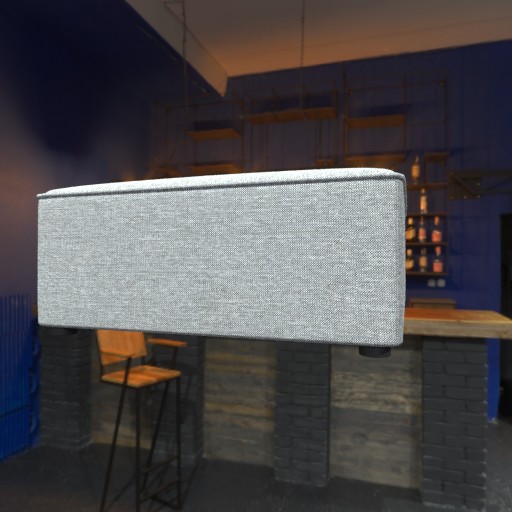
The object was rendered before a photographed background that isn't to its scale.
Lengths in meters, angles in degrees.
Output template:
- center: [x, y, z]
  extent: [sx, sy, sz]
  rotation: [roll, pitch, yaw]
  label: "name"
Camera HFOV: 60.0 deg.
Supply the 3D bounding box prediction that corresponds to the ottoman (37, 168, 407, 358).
- center: [0.000, 0.000, 1.559]
  extent: [1.005, 0.455, 1.005]
  rotation: [0, -1, 19]
  label: "ottoman"
